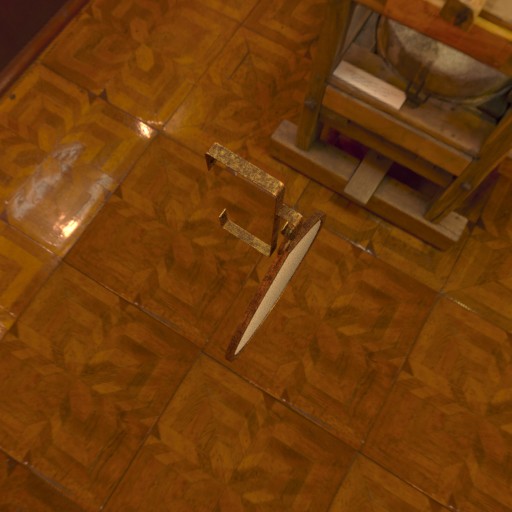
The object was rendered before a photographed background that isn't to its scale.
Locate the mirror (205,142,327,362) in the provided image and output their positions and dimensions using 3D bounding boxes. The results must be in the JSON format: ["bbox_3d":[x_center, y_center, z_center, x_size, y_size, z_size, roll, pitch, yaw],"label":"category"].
[{"bbox_3d":[0.000,0.000,0.901,0.144,0.744,0.405,33,77,9],"label":"mirror"}]
